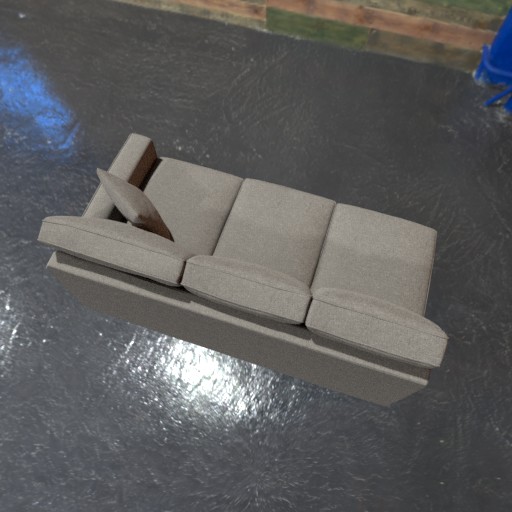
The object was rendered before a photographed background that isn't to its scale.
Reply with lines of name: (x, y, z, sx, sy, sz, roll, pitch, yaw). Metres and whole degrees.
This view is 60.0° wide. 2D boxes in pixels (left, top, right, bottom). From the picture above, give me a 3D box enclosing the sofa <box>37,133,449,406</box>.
sofa: (0.000, 0.000, 2.550, 1.963, 0.946, 1.034, 16, 65, 8)
